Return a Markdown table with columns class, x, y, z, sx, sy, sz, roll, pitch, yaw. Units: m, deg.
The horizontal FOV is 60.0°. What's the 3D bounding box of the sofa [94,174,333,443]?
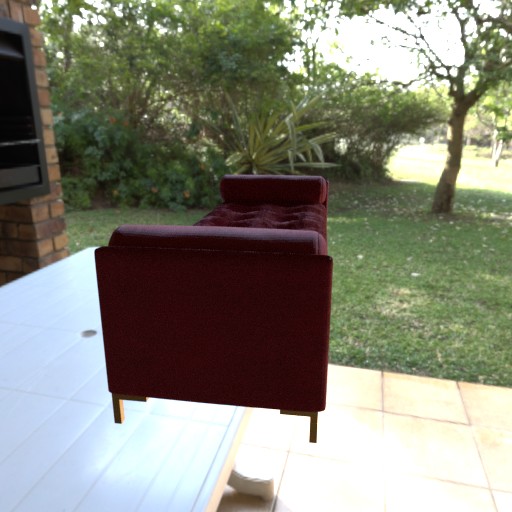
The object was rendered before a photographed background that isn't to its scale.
| class | x | y | z | sx | sy | sz | roll | pitch | yaw |
| --- | --- | --- | --- | --- | --- | --- | --- | --- | --- |
| sofa | 0.000 | 0.000 | 2.443 | 0.796 | 0.705 | 2.102 | 2 | 16 | 8 |
